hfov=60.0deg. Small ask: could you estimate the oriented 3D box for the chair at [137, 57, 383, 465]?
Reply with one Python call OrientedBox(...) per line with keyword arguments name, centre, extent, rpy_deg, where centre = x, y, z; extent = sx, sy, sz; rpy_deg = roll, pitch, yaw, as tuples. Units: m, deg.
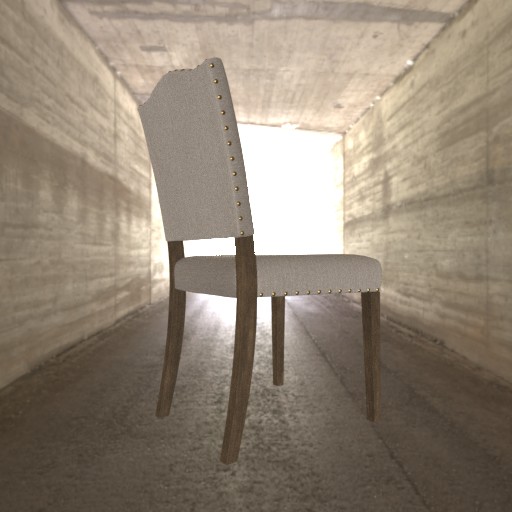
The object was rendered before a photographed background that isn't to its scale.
OrientedBox(name="chair", centre=(0.000, 0.000, 1.394), extent=(0.620, 1.020, 0.508), rpy_deg=(0, 0, -37))
